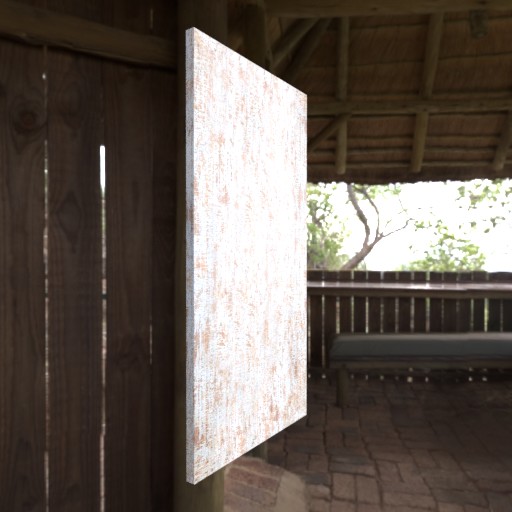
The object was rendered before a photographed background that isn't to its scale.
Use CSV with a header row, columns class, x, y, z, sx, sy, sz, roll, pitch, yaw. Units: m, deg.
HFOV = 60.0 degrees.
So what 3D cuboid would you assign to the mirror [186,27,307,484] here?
class,x,y,z,sx,sy,sz,roll,pitch,yaw
mirror,0.000,0.000,1.094,0.027,0.922,0.472,0,1,35
